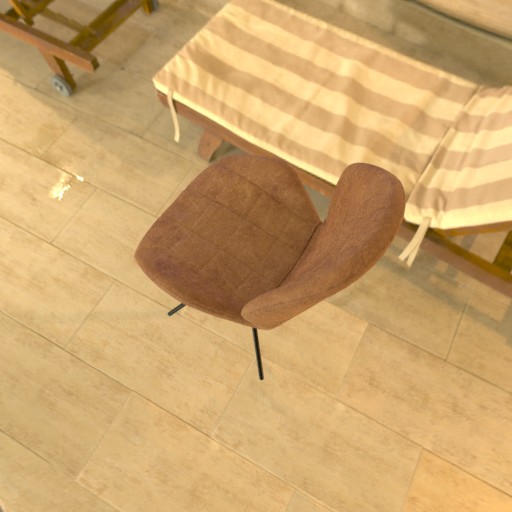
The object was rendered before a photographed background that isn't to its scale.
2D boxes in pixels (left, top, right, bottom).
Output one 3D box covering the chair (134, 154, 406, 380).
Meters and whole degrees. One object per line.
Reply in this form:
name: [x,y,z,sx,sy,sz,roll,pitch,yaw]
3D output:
chair: [0.000,0.000,1.333,0.640,0.929,0.527,32,68,14]
